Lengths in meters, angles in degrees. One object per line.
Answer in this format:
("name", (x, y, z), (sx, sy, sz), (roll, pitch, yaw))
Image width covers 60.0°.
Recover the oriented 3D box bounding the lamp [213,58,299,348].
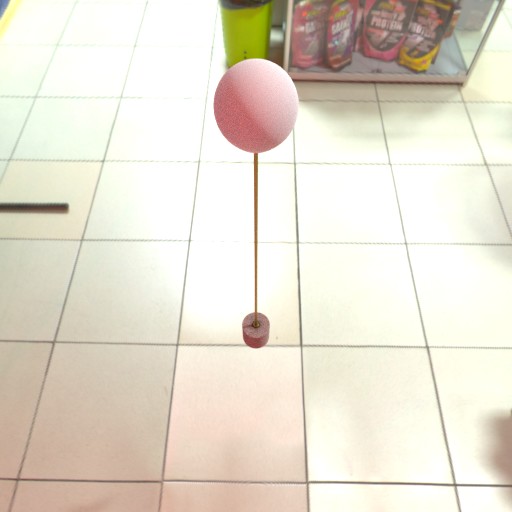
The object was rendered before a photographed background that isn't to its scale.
("lamp", (0.000, 0.000, 1.828), (0.229, 1.748, 0.229), (30, 62, 17))
